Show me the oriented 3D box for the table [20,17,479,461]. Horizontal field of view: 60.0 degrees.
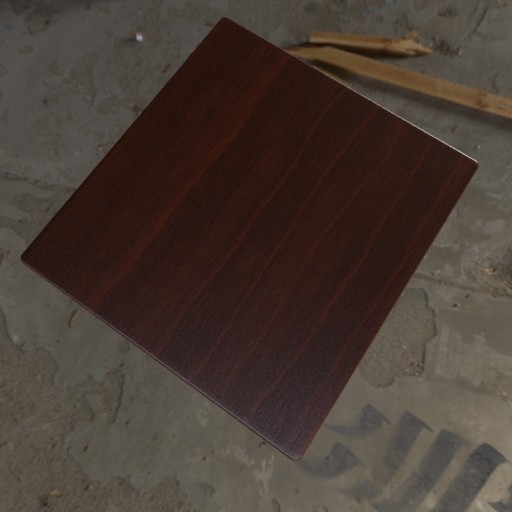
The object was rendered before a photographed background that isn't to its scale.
[{"bbox_3d":[0.000,0.000,0.953,0.500,0.567,0.533,34,78,8],"label":"table"}]
